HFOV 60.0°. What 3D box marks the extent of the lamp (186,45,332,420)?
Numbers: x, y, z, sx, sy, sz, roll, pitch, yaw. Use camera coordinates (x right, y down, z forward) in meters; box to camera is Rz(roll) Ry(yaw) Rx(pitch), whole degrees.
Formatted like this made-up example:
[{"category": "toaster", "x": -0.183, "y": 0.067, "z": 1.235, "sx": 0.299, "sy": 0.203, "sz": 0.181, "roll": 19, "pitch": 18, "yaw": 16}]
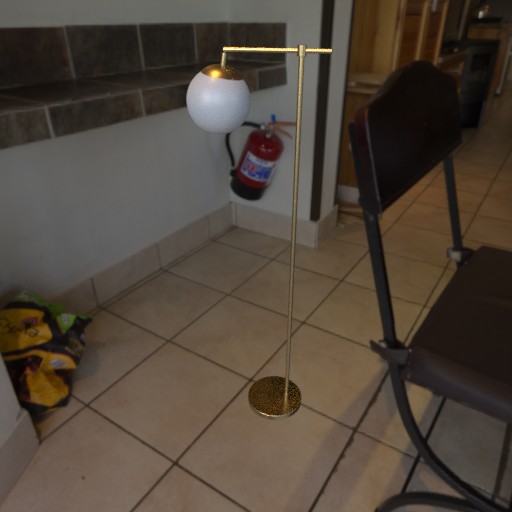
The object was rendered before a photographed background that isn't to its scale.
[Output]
[{"category": "lamp", "x": 0.000, "y": 0.000, "z": 1.744, "sx": 0.476, "sy": 1.505, "sz": 0.249, "roll": 7, "pitch": 29, "yaw": 13}]
